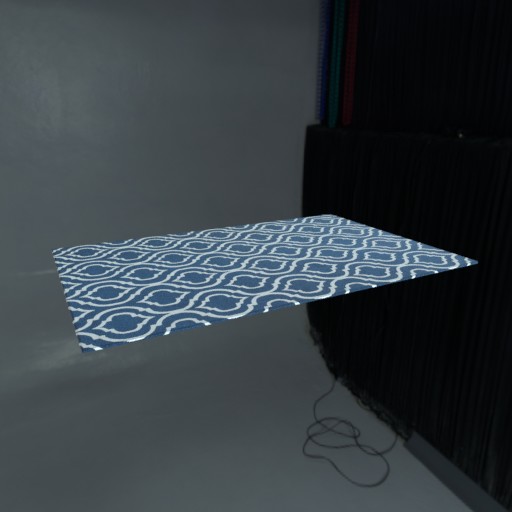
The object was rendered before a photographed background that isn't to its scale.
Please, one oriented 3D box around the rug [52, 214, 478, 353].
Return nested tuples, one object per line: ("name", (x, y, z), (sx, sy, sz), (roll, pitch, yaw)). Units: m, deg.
("rug", (0.000, 0.000, 2.165), (1.753, 0.010, 1.143), (-9, 20, -26))
